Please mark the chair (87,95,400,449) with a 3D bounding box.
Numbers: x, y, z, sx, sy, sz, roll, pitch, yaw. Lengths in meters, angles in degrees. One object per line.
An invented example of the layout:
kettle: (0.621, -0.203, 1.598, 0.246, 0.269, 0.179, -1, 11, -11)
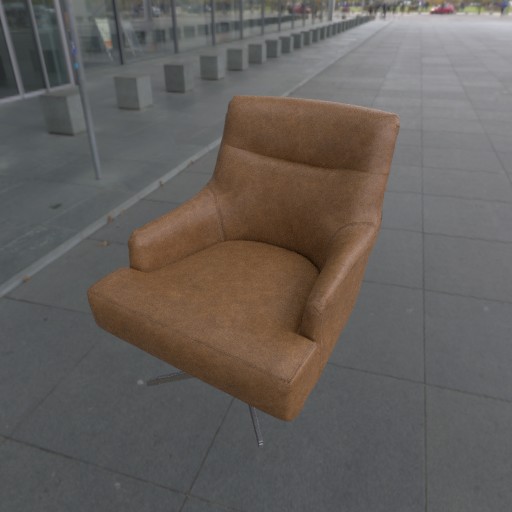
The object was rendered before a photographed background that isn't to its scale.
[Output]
chair: (0.000, 0.000, 1.473, 0.729, 0.869, 0.874, 18, 34, 28)
